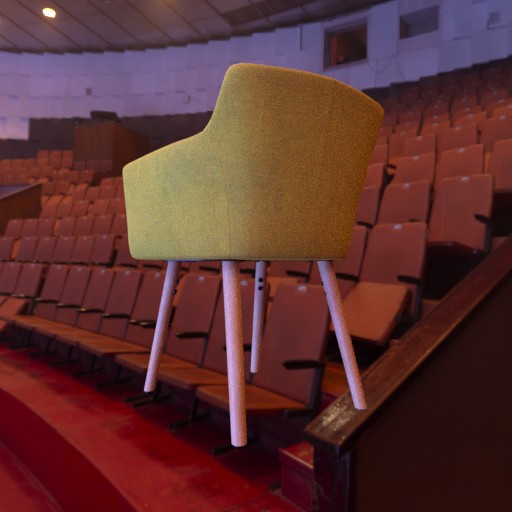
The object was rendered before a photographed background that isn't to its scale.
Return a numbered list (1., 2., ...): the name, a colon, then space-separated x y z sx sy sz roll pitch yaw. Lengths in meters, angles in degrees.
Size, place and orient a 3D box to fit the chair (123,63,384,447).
1. chair: 0.000 0.000 1.183 0.570 0.780 0.570 1 -1 -36
